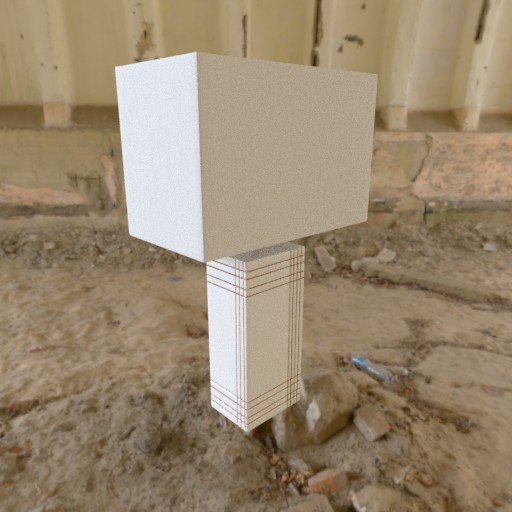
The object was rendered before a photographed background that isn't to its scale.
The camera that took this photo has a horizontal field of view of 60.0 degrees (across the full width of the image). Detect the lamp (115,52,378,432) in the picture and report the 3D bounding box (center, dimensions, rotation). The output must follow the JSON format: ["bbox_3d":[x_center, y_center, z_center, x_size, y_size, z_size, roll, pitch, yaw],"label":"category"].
[{"bbox_3d":[0.000,0.000,0.699,0.334,0.543,0.182,-15,23,-41],"label":"lamp"}]
